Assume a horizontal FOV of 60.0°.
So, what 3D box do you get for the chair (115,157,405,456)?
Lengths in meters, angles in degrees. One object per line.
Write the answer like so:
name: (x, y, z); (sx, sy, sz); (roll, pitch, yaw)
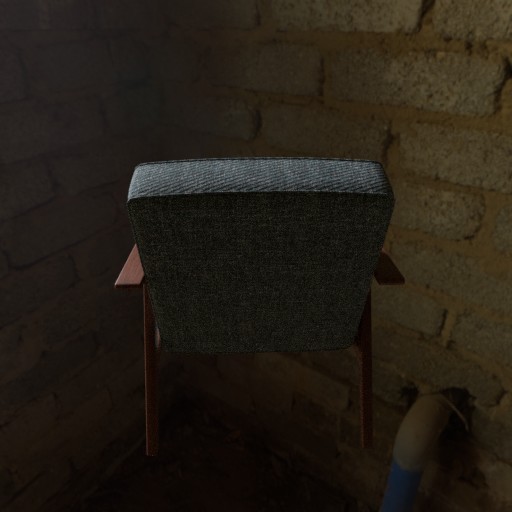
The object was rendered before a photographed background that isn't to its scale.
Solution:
chair: (0.000, 0.000, 1.512); (0.719, 0.864, 0.889); (-1, 30, -2)
